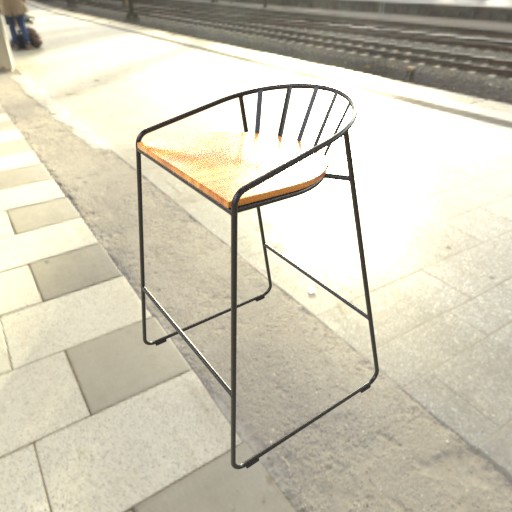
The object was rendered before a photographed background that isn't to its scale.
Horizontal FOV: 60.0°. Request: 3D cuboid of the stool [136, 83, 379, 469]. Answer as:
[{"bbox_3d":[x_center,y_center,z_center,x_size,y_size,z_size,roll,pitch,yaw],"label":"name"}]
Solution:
[{"bbox_3d":[0.000,0.000,1.184,0.521,0.812,0.546,-21,38,-29],"label":"stool"}]
